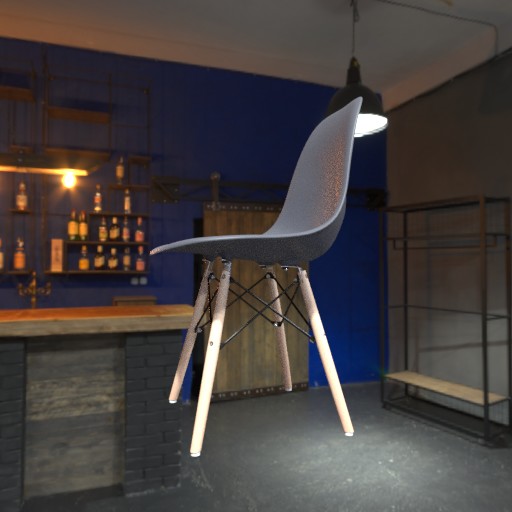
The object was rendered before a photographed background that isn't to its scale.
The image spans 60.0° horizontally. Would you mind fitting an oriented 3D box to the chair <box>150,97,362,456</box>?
[{"bbox_3d":[0.000,0.000,1.146,0.533,0.826,0.470,0,0,-18],"label":"chair"}]
